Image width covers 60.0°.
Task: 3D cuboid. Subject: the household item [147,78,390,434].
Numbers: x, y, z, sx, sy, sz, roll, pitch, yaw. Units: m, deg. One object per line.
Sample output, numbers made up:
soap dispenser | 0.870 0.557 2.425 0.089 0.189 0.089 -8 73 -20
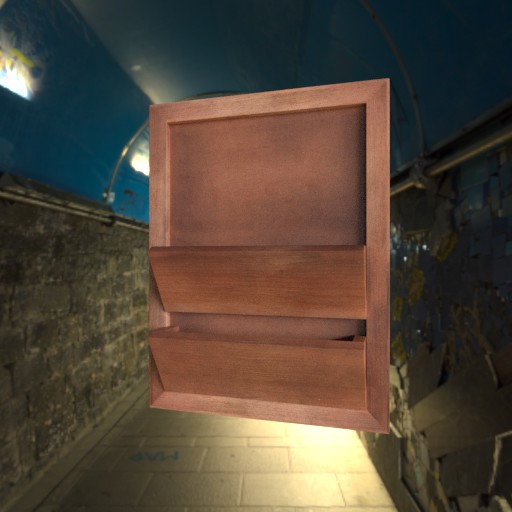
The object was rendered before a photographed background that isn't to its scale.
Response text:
household item | 0.000 0.000 0.537 0.310 0.407 0.067 0 0 17
